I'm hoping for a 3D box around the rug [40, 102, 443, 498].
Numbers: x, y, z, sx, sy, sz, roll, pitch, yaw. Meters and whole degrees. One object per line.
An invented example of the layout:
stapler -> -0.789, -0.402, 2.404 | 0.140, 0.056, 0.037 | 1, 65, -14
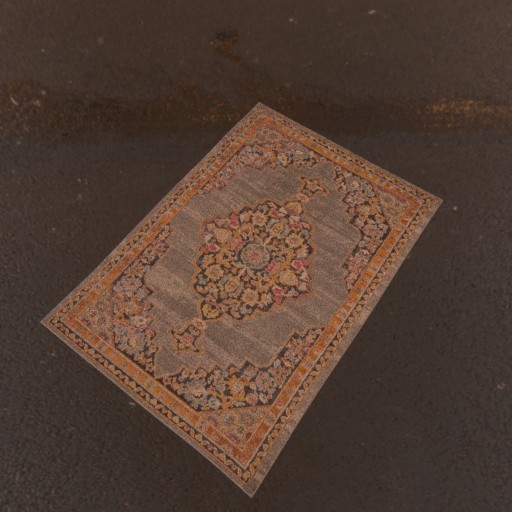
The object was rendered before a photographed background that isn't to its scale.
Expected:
rug -> 0.000, 0.000, 3.699 | 2.043, 0.026, 2.901 | 33, 67, 16
